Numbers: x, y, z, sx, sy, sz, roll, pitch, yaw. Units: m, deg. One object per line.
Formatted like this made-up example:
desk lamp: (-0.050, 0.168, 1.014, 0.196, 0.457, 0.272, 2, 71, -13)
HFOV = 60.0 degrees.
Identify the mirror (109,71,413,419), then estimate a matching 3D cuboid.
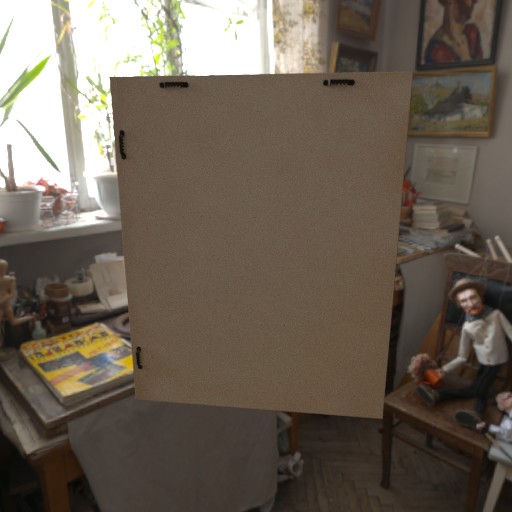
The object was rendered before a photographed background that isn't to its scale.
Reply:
mirror: (0.000, 0.000, 0.668, 0.405, 0.508, 0.041, 2, 16, 7)
